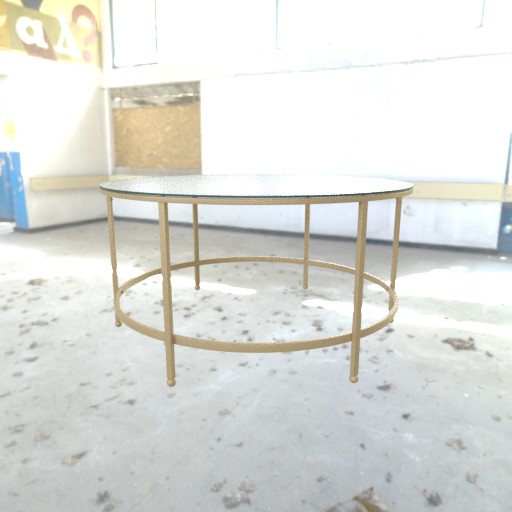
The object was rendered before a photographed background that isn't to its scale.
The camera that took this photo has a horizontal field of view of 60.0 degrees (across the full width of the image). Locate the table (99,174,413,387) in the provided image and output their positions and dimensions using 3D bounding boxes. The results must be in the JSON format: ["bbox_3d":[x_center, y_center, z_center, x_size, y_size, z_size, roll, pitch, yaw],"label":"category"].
[{"bbox_3d":[0.000,0.000,1.416,0.914,0.470,0.914,0,13,0],"label":"table"}]
